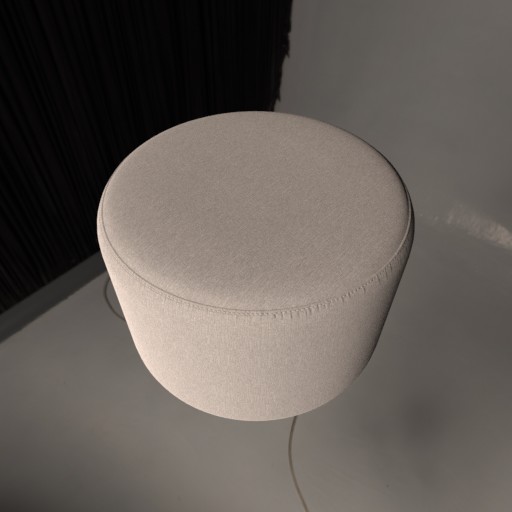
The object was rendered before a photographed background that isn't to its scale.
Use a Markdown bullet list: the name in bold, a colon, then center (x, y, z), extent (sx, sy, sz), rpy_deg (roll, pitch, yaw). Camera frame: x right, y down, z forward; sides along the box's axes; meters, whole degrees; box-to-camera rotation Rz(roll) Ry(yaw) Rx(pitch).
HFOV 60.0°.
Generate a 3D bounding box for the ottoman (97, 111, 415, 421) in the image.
- **ottoman**: center (0.000, 0.000, 0.982), extent (0.608, 0.433, 0.608), rpy_deg (0, 47, 0)
